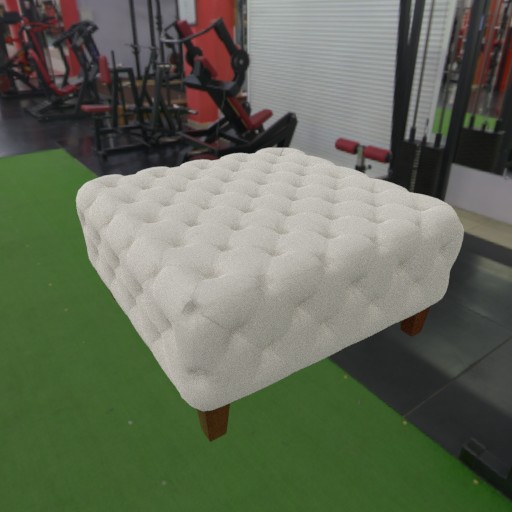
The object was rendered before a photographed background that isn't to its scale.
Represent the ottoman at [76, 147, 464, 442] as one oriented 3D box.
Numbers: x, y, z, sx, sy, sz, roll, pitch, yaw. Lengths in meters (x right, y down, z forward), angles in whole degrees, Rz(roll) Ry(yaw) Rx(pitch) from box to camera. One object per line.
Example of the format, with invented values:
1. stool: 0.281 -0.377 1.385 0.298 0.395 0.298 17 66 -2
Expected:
1. ottoman: 0.000 0.000 1.213 0.755 0.376 0.753 -17 33 -29
